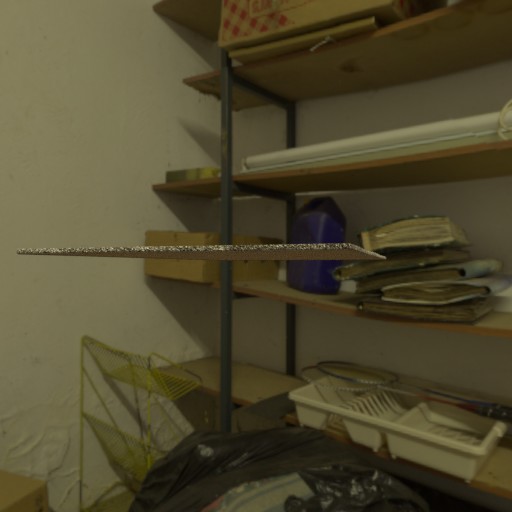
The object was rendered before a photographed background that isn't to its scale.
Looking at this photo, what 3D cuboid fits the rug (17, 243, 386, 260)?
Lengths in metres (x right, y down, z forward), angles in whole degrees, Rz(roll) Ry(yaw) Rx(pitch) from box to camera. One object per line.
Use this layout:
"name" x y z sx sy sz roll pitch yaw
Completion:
"rug" 0.000 0.000 2.865 1.501 0.025 2.352 0 -1 19
